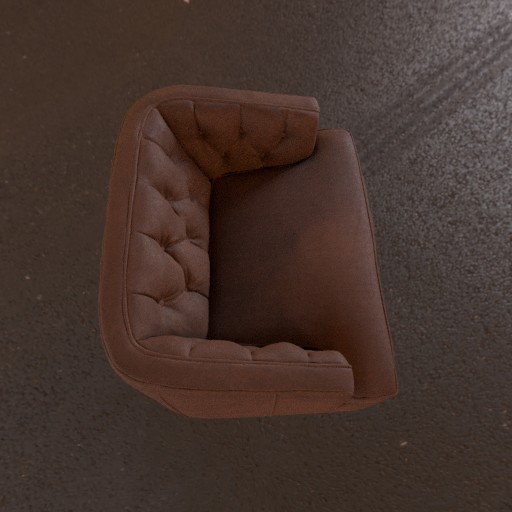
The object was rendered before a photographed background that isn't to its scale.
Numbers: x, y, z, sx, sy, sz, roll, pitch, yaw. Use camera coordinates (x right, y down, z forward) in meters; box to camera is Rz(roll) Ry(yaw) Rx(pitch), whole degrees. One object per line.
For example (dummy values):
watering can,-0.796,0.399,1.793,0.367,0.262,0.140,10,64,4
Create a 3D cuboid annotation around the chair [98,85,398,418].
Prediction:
chair,0.000,0.000,1.669,0.914,0.787,1.118,-2,65,-1
